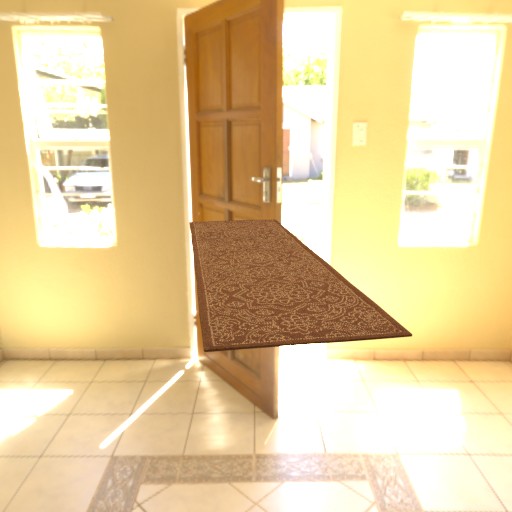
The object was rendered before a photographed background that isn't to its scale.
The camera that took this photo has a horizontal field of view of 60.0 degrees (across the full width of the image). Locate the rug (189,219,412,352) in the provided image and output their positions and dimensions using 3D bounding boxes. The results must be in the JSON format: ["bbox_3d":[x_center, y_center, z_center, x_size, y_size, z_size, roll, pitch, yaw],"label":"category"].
[{"bbox_3d":[0.000,0.000,2.732,0.769,0.012,2.448,-2,15,-9],"label":"rug"}]
